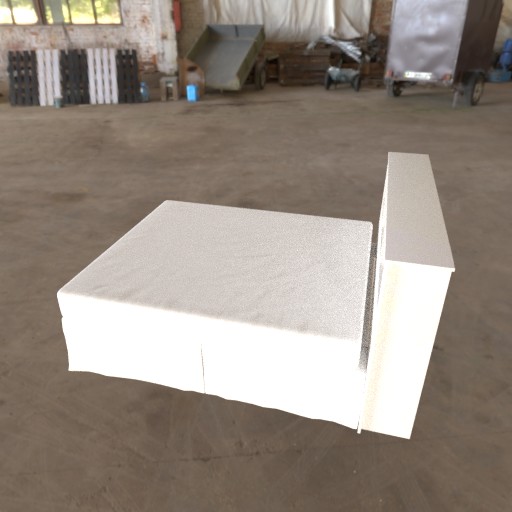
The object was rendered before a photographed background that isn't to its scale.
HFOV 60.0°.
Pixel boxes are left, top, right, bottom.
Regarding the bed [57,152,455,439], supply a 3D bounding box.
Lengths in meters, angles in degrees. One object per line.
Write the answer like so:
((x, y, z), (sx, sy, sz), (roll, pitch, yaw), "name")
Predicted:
((0.000, 0.000, 3.013), (2.133, 1.092, 1.671), (8, 30, 13), "bed")
